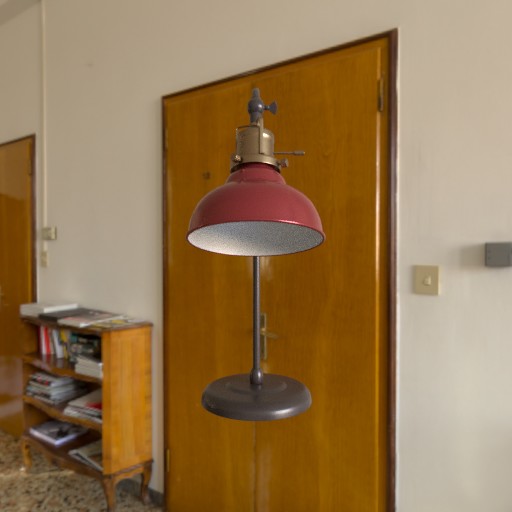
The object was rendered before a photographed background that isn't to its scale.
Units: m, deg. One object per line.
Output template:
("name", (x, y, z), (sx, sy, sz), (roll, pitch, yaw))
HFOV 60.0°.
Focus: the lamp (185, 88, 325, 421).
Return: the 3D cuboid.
("lamp", (0.000, 0.000, 0.682), (0.192, 0.508, 0.374), (0, 1, 0))
